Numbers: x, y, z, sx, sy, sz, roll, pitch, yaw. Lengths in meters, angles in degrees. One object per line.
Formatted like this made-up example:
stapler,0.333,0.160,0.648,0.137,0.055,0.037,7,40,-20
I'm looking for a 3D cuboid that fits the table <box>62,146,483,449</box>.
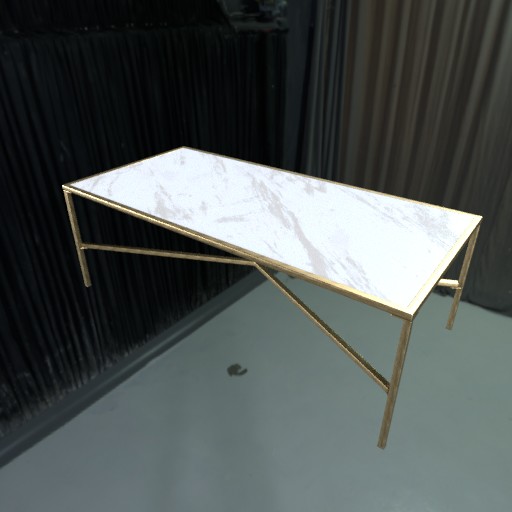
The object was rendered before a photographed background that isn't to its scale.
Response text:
table,0.000,0.000,1.481,1.197,0.405,0.577,20,36,31
